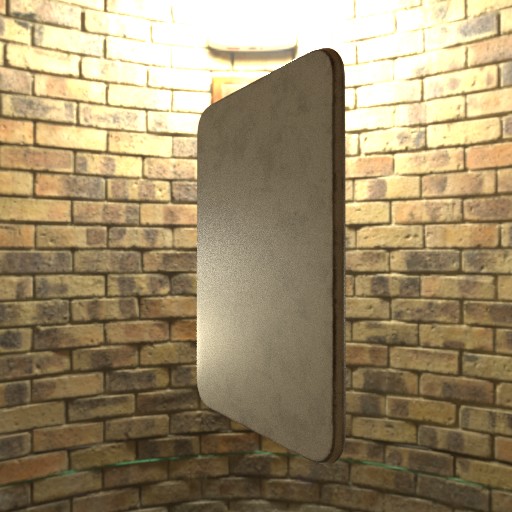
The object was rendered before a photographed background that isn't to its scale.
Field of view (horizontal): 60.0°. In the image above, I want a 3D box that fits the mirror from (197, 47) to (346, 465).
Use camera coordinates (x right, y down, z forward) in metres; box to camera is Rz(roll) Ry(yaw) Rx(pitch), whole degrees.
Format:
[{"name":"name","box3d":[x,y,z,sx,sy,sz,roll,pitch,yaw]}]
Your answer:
[{"name":"mirror","box3d":[0.000,0.000,0.897,0.024,0.713,0.461,0,0,-37]}]
